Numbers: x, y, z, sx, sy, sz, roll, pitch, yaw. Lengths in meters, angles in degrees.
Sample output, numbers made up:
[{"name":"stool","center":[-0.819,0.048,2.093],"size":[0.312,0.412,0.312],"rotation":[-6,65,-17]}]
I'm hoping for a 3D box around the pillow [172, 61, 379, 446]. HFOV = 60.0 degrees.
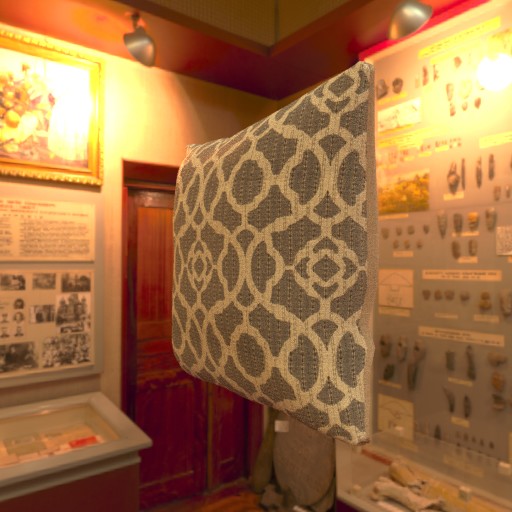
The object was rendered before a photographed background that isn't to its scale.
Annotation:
[{"name":"pillow","center":[0.000,0.000,0.774],"size":[0.215,0.498,0.508],"rotation":[1,-1,-35]}]
